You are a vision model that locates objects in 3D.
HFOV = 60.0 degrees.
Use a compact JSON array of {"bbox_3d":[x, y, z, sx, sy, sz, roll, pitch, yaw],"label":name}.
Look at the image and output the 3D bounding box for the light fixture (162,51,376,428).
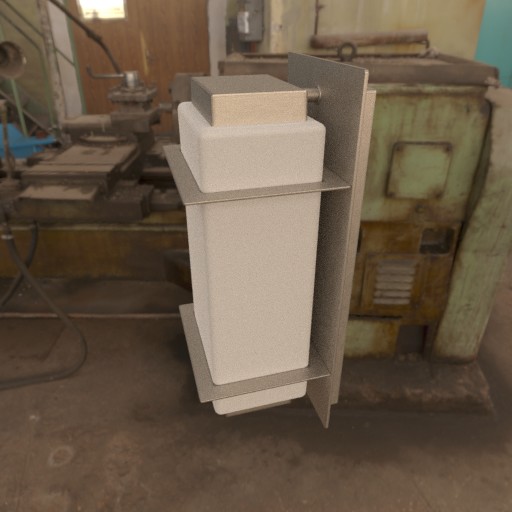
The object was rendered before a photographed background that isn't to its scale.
[{"bbox_3d":[0.000,0.000,0.469,0.160,0.380,0.168,-8,30,-14],"label":"light fixture"}]
